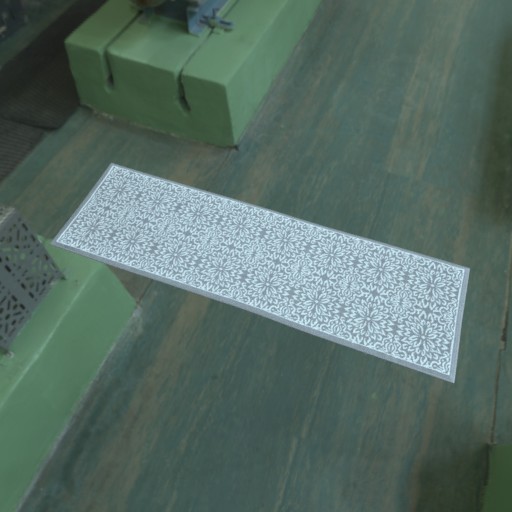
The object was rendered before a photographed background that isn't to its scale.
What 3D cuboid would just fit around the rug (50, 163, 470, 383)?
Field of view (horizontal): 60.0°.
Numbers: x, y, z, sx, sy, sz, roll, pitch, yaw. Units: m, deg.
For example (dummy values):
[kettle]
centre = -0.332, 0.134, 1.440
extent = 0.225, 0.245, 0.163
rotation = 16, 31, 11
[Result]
[rug]
centre = 0.000, 0.000, 2.412
extent = 2.196, 0.011, 0.662
rotation = 18, 59, 11
